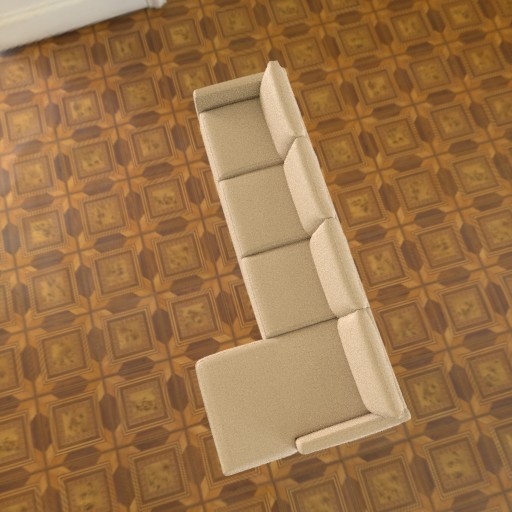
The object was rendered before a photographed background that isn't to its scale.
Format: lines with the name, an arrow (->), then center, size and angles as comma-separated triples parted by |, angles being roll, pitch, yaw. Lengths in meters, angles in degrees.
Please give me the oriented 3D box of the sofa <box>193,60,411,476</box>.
sofa -> 0.000, 0.000, 3.225 | 1.258, 0.755, 2.731 | -16, 76, -4
